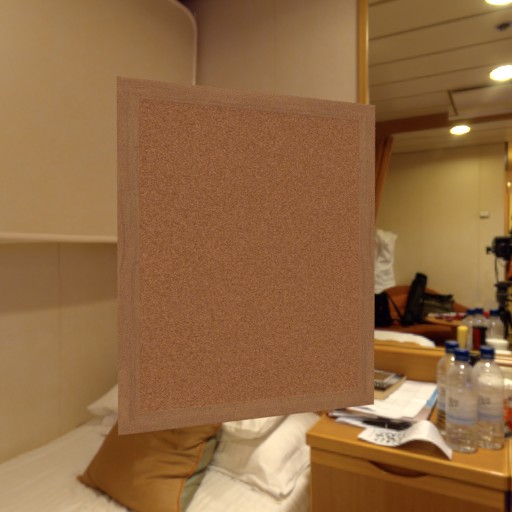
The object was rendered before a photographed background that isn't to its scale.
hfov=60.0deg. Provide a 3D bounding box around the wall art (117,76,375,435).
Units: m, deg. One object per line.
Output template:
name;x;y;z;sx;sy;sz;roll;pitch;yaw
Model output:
wall art;0.000;0.000;0.771;0.460;0.561;0.020;0;1;-18
